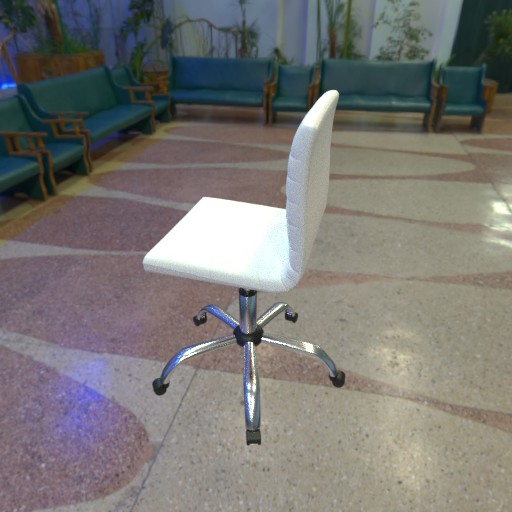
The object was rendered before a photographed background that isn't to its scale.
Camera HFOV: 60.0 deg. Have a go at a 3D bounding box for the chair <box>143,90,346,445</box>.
[{"bbox_3d":[0.000,0.000,1.151,0.530,0.780,0.556,7,30,13],"label":"chair"}]
